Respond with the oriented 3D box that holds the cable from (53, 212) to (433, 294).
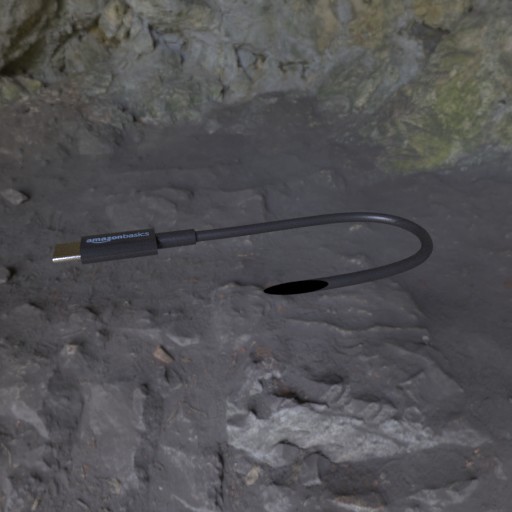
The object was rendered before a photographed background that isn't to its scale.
[{"bbox_3d":[0.000,0.000,0.112,0.098,0.005,0.041,-8,31,-13],"label":"cable"}]
